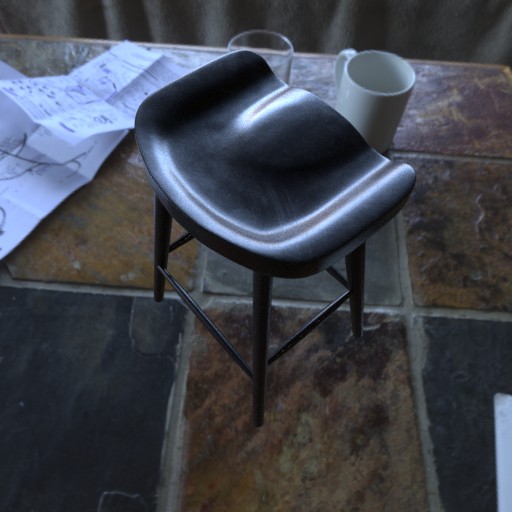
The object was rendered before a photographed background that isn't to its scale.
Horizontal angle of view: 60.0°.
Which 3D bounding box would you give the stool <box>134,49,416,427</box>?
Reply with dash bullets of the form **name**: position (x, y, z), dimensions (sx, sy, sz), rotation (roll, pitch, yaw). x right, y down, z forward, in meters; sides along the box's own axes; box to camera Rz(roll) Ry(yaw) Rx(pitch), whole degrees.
- **stool**: position (0.000, 0.000, 0.904), dimensions (0.361, 0.615, 0.440), rotation (-36, 66, -19)
